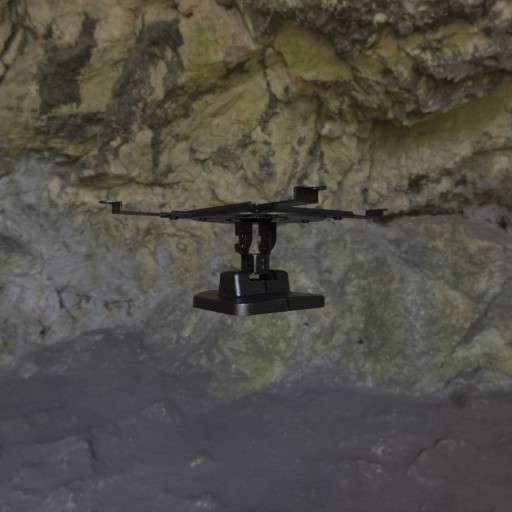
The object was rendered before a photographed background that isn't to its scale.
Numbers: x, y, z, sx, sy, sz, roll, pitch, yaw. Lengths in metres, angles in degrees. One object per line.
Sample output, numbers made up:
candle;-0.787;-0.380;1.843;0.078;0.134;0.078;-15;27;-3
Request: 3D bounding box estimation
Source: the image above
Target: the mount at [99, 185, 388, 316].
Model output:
mount;0.000;0.000;0.627;0.394;0.141;0.394;-1;1;-37
